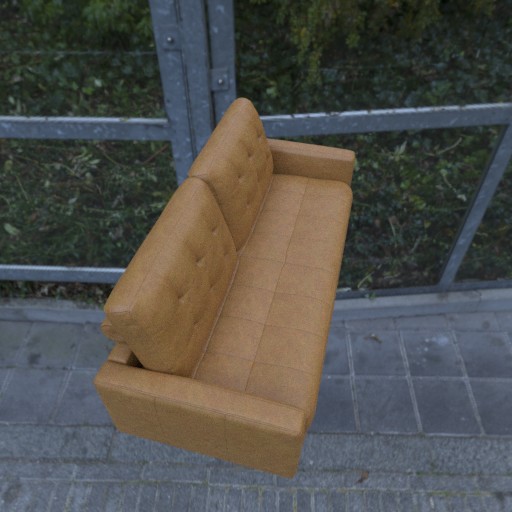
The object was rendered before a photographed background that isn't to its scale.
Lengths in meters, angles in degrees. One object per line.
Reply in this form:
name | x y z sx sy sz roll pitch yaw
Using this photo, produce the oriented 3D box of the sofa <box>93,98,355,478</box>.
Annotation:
sofa | 0.000 0.000 2.236 0.850 0.898 1.821 11 46 10
